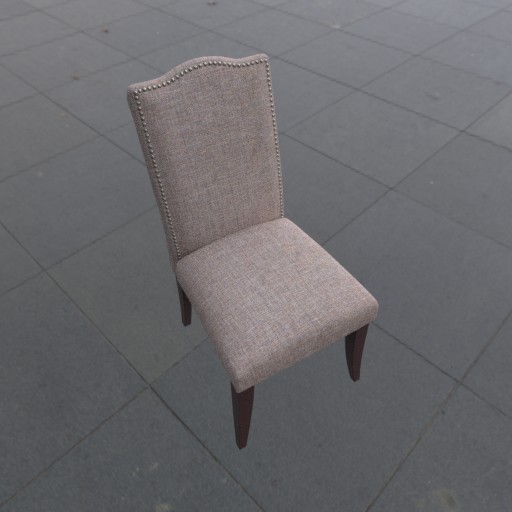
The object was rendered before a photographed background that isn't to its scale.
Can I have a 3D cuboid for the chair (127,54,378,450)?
[{"bbox_3d":[0.000,0.000,1.401,0.513,1.016,0.660,-23,51,-20],"label":"chair"}]
